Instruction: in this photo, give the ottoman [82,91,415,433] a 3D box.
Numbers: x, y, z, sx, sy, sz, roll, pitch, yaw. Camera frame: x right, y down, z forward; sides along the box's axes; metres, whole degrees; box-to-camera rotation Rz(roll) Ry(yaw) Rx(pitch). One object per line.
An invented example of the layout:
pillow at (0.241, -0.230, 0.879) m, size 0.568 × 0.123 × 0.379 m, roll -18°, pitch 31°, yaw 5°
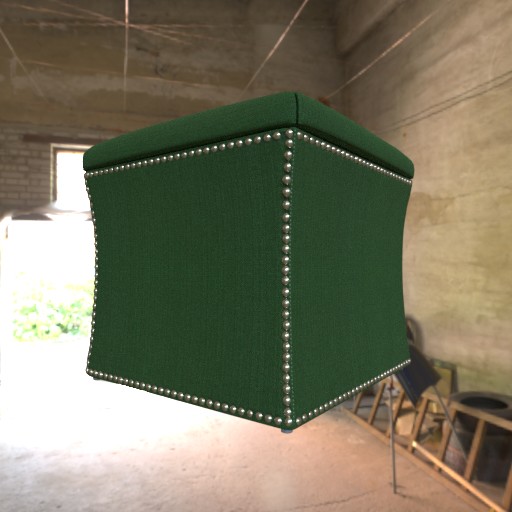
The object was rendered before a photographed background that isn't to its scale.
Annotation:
ottoman at (0.000, 0.000, 0.893) m, size 0.507 × 0.475 × 0.497 m, roll -1°, pitch -1°, yaw 37°
